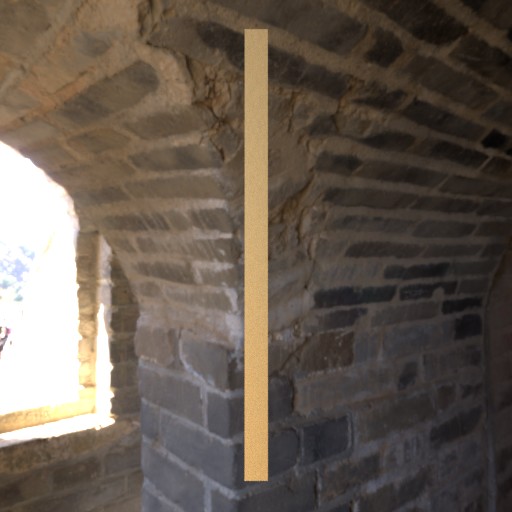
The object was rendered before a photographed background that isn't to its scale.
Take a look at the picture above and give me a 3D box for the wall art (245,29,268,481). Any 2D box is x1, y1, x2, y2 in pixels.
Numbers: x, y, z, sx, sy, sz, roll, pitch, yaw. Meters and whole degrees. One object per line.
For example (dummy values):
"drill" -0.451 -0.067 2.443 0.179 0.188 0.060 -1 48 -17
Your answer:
"wall art" 0.000 0.000 2.854 0.099 1.926 1.926 0 -1 0
